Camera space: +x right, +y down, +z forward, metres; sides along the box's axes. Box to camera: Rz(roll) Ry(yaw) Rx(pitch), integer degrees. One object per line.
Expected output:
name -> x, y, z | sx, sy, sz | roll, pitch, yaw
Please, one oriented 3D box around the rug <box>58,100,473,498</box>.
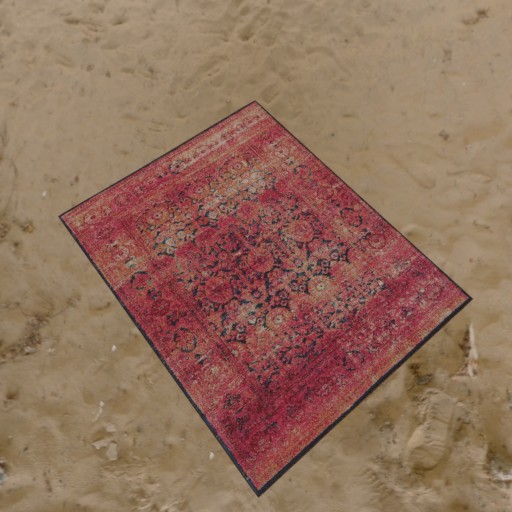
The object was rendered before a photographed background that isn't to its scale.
rug -> 0.000, 0.000, 4.036 | 2.411, 0.020, 3.032 | -36, 69, -16
